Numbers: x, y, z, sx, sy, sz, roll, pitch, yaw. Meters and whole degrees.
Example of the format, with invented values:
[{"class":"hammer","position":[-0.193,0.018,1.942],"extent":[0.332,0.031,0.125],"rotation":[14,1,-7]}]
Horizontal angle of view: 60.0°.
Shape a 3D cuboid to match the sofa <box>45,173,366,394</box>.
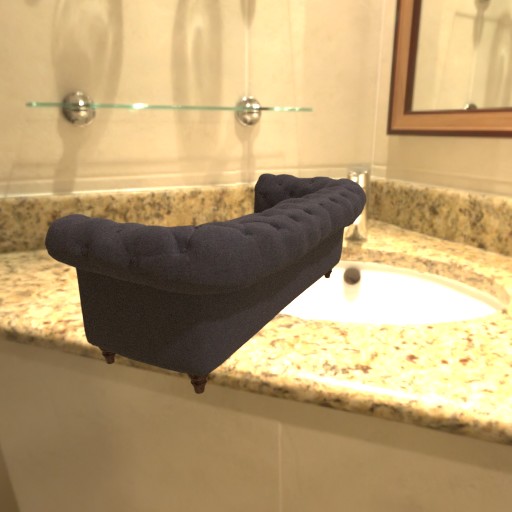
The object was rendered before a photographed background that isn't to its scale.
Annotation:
[{"class":"sofa","position":[0.000,0.000,2.882],"extent":[1.046,0.836,2.335],"rotation":[9,19,27]}]
